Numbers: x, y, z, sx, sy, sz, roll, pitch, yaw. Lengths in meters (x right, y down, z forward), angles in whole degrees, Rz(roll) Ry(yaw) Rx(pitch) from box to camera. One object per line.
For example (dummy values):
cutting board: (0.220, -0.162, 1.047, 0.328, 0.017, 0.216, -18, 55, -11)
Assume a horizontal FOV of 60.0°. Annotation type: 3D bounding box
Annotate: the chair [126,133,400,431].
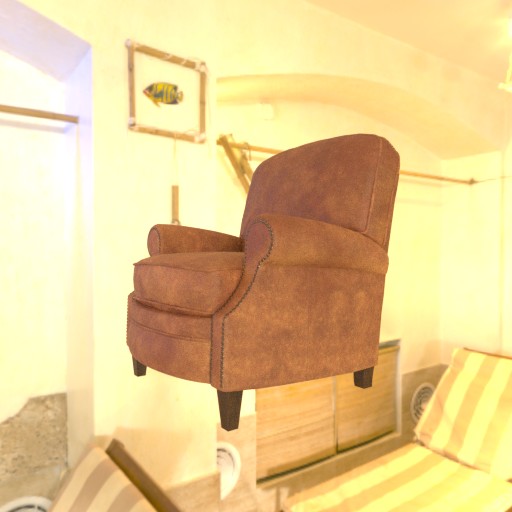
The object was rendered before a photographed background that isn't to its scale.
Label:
chair: (0.000, 0.000, 1.816, 0.986, 1.018, 0.936, -1, 1, -37)
